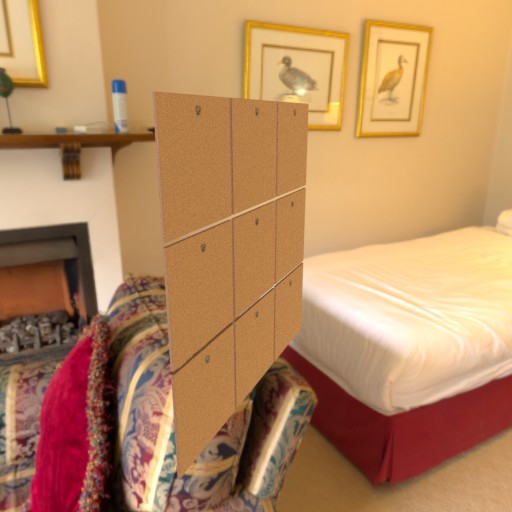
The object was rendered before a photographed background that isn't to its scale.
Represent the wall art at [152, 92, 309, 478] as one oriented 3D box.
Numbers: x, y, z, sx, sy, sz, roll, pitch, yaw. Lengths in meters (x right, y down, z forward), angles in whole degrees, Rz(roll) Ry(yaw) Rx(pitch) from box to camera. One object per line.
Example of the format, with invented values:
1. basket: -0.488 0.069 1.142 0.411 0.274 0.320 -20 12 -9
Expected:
1. wall art: 0.000 0.000 2.303 0.019 1.532 1.533 8 19 24
